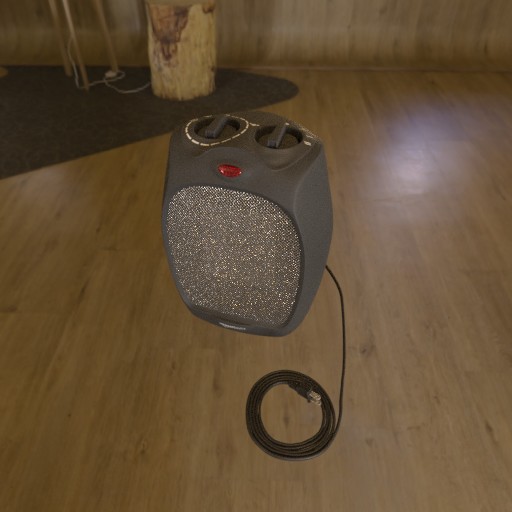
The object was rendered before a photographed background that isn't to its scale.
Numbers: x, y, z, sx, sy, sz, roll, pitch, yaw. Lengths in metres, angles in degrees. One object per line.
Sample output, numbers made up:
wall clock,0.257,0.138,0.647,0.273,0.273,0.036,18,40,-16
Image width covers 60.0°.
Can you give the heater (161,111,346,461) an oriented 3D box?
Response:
heater,0.000,0.000,0.463,0.239,0.240,0.291,12,44,13
